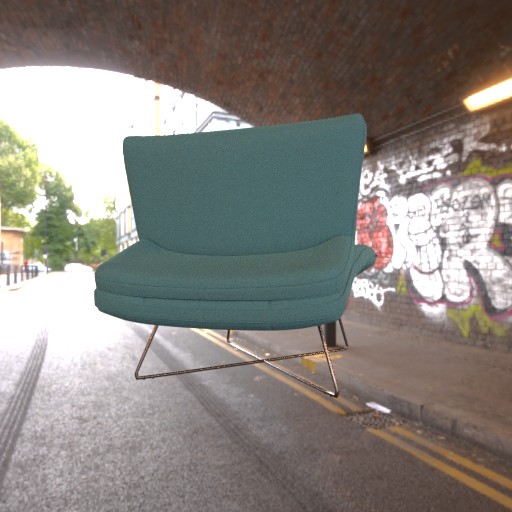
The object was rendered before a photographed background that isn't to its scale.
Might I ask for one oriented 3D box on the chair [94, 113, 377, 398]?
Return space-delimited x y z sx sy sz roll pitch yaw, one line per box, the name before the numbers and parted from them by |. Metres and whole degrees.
chair | 0.000 0.000 1.684 0.859 0.855 1.008 0 -1 17
